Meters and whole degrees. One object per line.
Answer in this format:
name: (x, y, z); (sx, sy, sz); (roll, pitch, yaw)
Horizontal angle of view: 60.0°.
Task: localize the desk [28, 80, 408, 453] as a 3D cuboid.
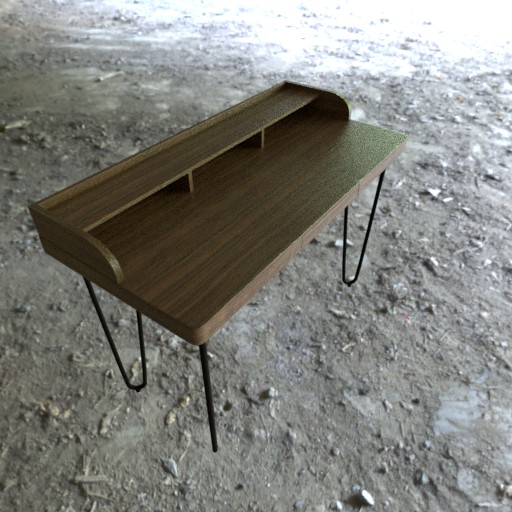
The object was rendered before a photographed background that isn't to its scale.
desk: (0.000, 0.000, 1.641); (0.565, 0.854, 1.200); (25, 46, 27)
